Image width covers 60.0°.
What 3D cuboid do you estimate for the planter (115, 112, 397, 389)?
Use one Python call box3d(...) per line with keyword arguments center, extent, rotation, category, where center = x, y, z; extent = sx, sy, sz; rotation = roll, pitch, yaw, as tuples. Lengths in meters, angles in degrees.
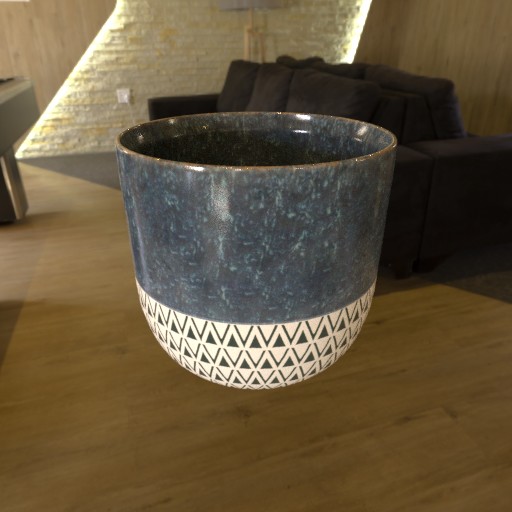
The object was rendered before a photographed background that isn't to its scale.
box3d(center=(0.000, 0.000, 0.492), extent=(0.266, 0.270, 0.266), rotation=(0, 26, 0), category="planter")
